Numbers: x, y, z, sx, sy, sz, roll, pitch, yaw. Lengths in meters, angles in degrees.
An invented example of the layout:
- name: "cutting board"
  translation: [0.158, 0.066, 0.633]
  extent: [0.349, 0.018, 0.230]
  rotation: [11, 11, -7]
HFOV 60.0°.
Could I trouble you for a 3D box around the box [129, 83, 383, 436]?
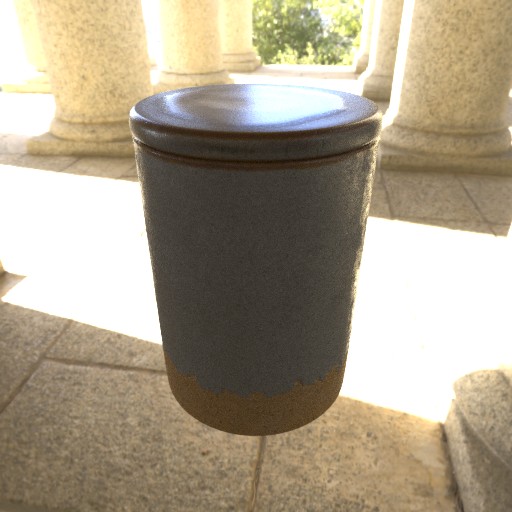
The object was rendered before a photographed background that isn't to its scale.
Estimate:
- name: "box"
  translation: [0.000, 0.000, 0.250]
  extent: [0.118, 0.168, 0.118]
  rotation: [0, 30, 0]
